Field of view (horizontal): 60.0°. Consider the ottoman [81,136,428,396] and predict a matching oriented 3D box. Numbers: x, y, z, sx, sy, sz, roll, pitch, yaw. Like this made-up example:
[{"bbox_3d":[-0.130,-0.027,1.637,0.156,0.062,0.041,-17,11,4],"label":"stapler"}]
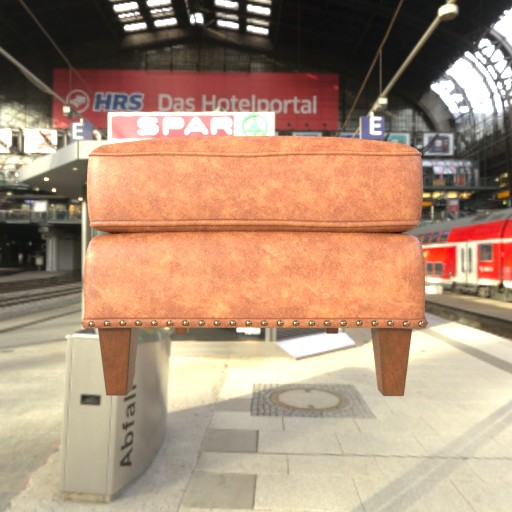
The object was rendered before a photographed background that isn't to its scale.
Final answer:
[{"bbox_3d":[0.000,0.000,1.099,0.586,0.486,0.742,0,0,0],"label":"ottoman"}]
